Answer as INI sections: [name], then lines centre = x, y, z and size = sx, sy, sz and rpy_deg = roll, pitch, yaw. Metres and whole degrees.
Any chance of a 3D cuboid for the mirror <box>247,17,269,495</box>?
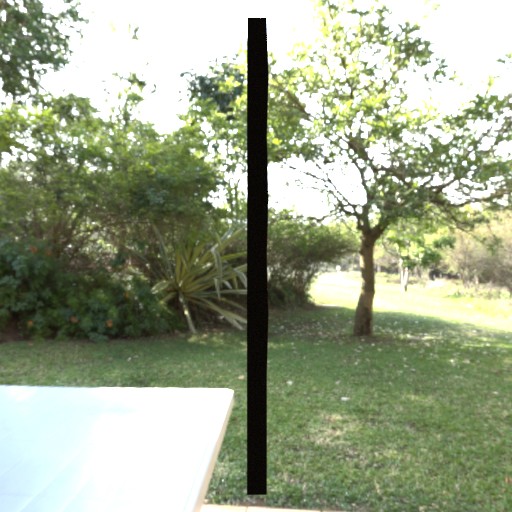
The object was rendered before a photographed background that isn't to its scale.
[mirror]
centre = 0.000, 0.000, 1.149
size = 0.044, 0.912, 0.606
rpy_deg = 0, 0, -1
